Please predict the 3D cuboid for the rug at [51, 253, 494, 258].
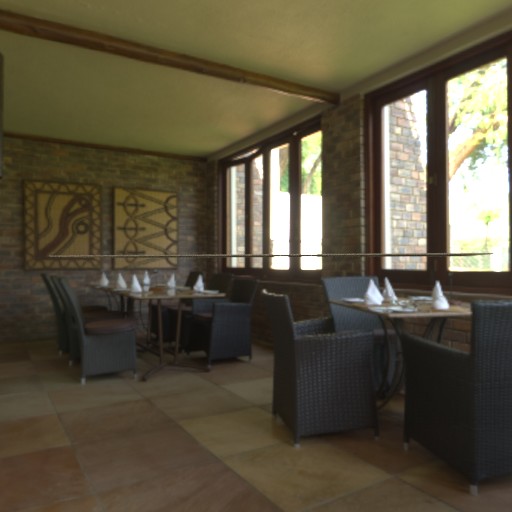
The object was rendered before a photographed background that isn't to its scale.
[{"bbox_3d":[0.000,0.000,2.668,2.437,0.005,0.688,0,-1,17],"label":"rug"}]
